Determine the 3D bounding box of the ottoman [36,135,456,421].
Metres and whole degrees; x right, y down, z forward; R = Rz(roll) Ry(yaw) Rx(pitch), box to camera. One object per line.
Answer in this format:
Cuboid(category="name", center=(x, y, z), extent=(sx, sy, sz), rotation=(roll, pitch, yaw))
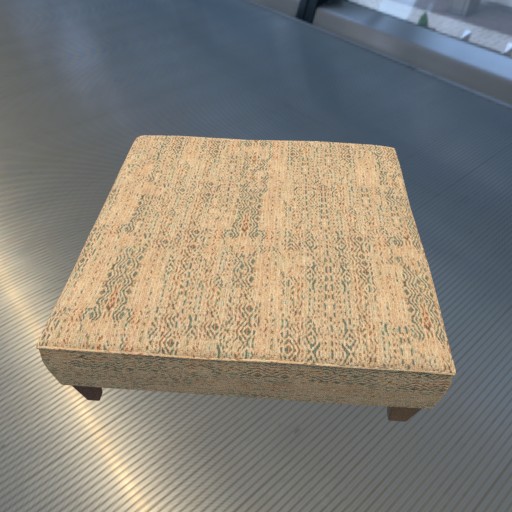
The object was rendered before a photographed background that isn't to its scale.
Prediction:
Cuboid(category="ottoman", center=(0.000, 0.000, 1.468), extent=(1.004, 0.356, 0.968), rotation=(3, 46, 3))
